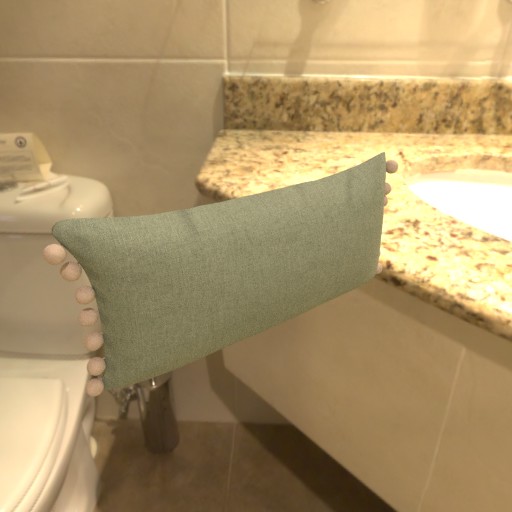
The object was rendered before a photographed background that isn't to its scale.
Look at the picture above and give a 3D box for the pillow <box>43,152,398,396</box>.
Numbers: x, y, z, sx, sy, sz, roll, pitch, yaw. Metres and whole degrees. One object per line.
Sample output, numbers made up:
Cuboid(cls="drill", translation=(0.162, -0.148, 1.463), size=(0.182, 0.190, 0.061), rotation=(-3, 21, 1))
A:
Cuboid(cls="pillow", translation=(0.000, 0.000, 0.837), size=(0.709, 0.322, 0.201), rotation=(-19, 35, -29))
